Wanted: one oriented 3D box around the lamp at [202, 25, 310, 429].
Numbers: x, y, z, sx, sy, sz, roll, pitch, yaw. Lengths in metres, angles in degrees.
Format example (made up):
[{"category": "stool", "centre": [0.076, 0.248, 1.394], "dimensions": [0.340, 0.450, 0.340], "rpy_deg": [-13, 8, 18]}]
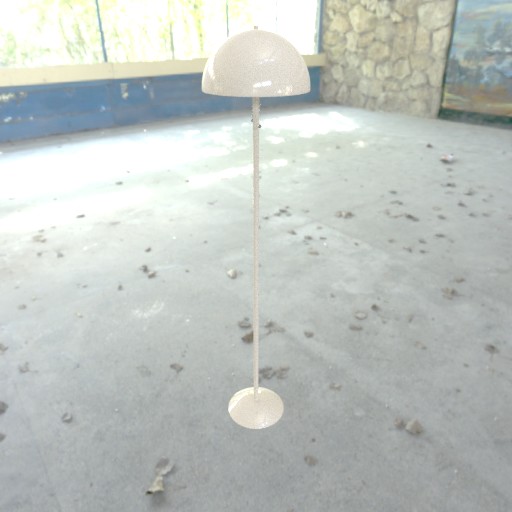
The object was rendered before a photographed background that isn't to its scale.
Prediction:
[{"category": "lamp", "centre": [0.000, 0.000, 1.603], "dimensions": [0.328, 1.480, 0.328], "rpy_deg": [-18, 32, -31]}]
